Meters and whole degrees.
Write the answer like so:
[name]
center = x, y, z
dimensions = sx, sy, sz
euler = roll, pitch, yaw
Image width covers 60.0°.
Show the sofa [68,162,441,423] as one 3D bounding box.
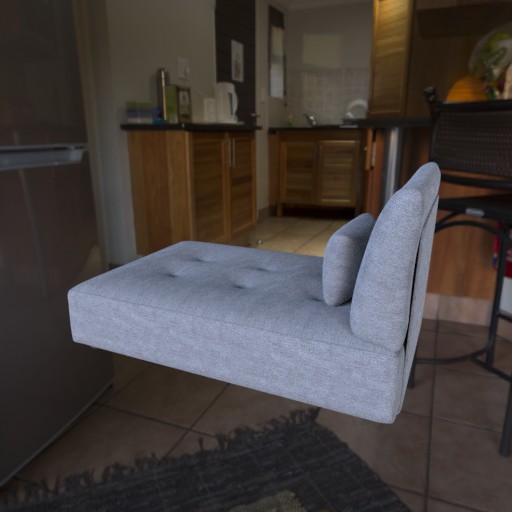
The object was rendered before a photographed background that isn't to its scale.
[sofa]
center = 0.000, 0.000, 2.015
dimensions = 1.450, 0.820, 0.930
euler = 8, 18, 24
